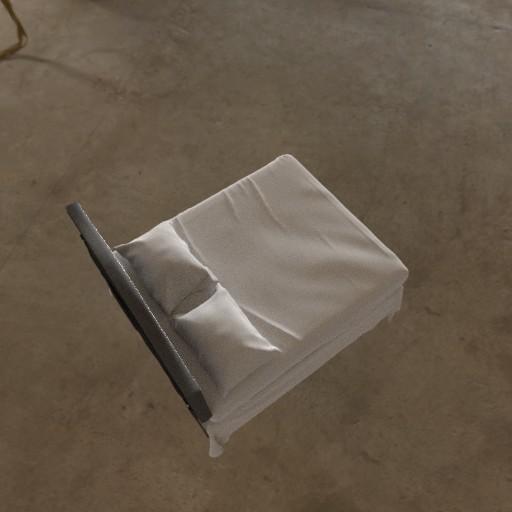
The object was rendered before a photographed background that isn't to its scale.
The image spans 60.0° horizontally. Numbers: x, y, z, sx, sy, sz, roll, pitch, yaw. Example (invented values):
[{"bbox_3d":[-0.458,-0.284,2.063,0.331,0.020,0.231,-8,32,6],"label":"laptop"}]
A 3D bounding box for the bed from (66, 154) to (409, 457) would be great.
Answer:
[{"bbox_3d":[0.000,0.000,3.528,2.221,1.645,1.876,-32,65,-17],"label":"bed"}]
